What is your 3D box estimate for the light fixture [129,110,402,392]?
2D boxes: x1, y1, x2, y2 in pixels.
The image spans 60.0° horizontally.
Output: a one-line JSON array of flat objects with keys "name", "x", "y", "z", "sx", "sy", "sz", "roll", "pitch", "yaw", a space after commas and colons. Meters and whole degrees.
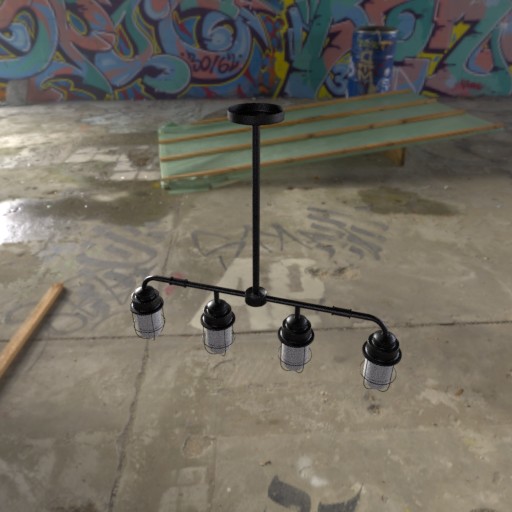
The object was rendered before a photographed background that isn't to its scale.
[{"name": "light fixture", "x": 0.000, "y": 0.000, "z": 1.217, "sx": 0.852, "sy": 0.785, "sz": 0.131, "roll": 9, "pitch": 32, "yaw": 15}]
